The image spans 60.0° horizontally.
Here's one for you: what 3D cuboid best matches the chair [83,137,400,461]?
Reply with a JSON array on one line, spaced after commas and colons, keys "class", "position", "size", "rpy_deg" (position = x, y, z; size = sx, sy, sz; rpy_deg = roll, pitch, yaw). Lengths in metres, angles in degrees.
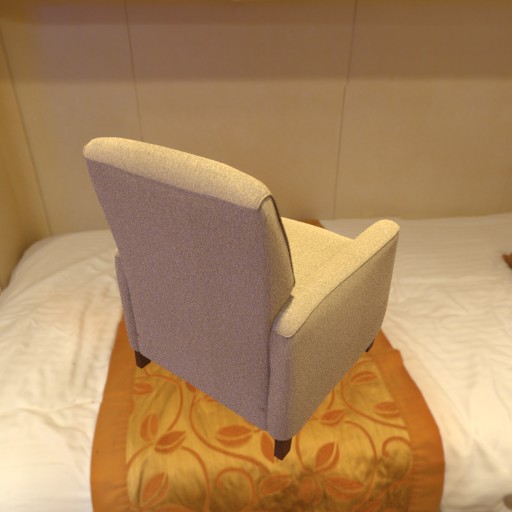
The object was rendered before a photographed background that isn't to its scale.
[{"class": "chair", "position": [0.000, 0.000, 1.669], "size": [0.848, 1.014, 0.864], "rpy_deg": [21, 36, 32]}]
